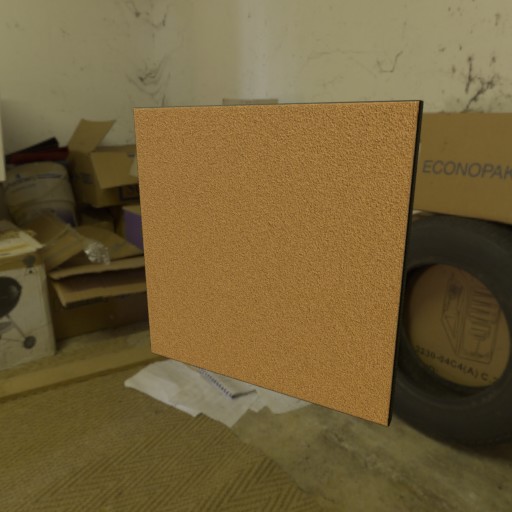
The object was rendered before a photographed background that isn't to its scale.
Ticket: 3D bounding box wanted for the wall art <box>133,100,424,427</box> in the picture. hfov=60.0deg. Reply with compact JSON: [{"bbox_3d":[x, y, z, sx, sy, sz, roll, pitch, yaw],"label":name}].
[{"bbox_3d":[0.000,0.000,0.700,0.456,0.453,0.022,9,19,28],"label":"wall art"}]
